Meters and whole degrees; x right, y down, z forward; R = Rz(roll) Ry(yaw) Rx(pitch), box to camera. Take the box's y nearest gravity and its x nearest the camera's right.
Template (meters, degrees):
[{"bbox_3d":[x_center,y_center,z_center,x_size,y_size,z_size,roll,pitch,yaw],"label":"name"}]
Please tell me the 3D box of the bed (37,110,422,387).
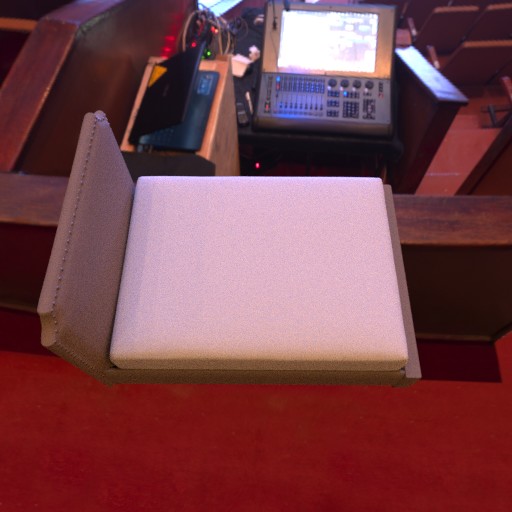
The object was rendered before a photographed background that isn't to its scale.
[{"bbox_3d":[0.000,0.000,3.296,2.372,1.443,1.713,0,63,0],"label":"bed"}]
